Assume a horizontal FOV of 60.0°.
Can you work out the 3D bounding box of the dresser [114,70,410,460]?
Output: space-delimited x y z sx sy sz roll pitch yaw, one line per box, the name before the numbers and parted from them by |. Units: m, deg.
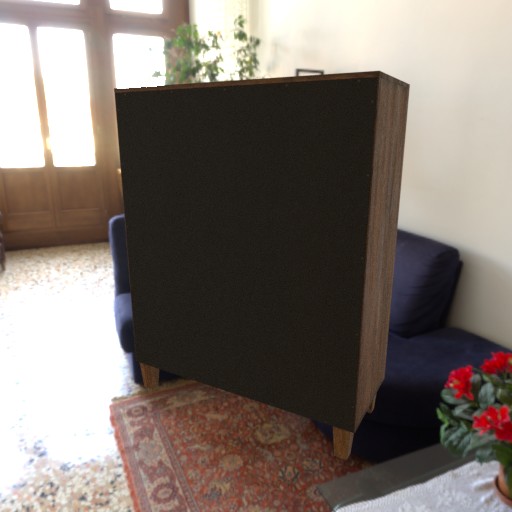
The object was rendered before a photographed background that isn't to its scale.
dresser | 0.000 0.000 1.894 1.067 1.359 0.438 9 18 28
